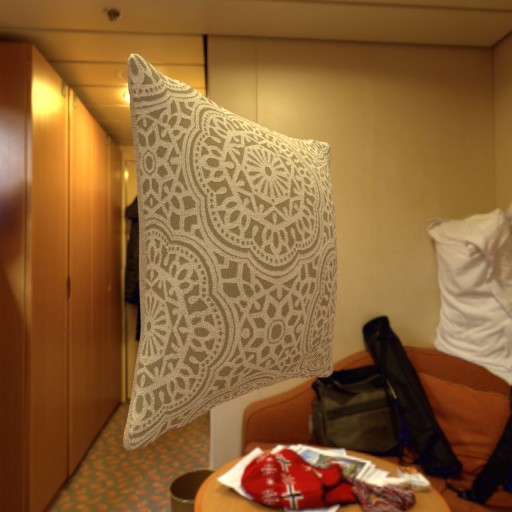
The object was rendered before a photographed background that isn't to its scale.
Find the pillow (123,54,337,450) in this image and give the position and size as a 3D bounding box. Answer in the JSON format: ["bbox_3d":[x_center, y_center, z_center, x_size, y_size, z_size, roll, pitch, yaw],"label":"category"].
[{"bbox_3d":[0.000,0.000,0.634,0.167,0.421,0.438,-1,-2,38],"label":"pillow"}]
